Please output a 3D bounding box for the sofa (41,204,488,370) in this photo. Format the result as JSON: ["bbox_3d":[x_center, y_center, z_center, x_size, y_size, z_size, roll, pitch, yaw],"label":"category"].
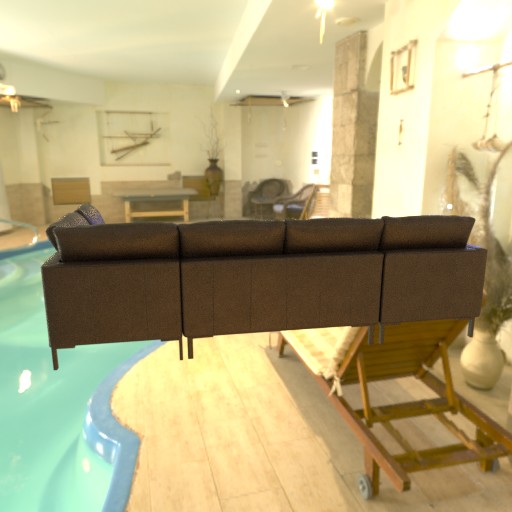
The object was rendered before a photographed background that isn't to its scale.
[{"bbox_3d":[0.000,0.000,3.786,2.956,0.900,1.939,-2,13,-10],"label":"sofa"}]
